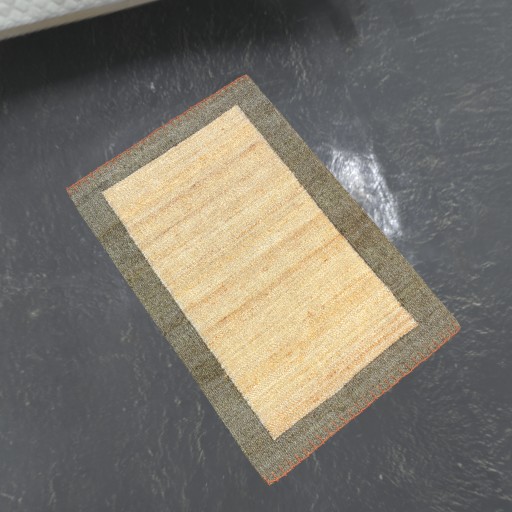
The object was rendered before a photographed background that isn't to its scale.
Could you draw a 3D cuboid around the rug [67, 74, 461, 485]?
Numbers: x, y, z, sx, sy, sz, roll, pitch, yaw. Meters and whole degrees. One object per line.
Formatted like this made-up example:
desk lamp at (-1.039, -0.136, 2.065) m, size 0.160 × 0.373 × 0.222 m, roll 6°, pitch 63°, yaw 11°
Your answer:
rug at (0.000, 0.000, 2.295) m, size 1.220 × 0.019 × 1.838 m, roll -36°, pitch 78°, yaw -8°
